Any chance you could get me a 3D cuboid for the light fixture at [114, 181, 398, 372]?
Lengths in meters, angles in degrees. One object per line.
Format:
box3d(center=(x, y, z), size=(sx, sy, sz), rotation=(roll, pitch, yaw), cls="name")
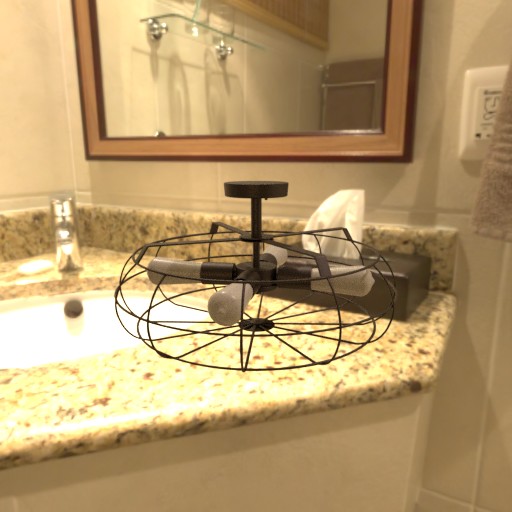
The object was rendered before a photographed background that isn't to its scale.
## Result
box3d(center=(0.000, 0.000, 0.939), size=(0.582, 0.311, 0.582), rotation=(0, 14, 0), cls="light fixture")
